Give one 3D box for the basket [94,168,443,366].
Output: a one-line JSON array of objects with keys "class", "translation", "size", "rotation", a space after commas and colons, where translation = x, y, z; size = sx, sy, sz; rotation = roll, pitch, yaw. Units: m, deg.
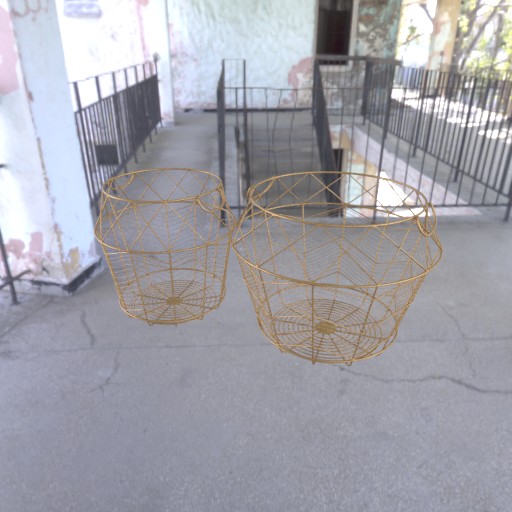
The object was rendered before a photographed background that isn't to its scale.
[{"class": "basket", "translation": [0.000, 0.000, 1.053], "size": [0.805, 0.343, 0.451], "rotation": [8, 27, 16]}]
